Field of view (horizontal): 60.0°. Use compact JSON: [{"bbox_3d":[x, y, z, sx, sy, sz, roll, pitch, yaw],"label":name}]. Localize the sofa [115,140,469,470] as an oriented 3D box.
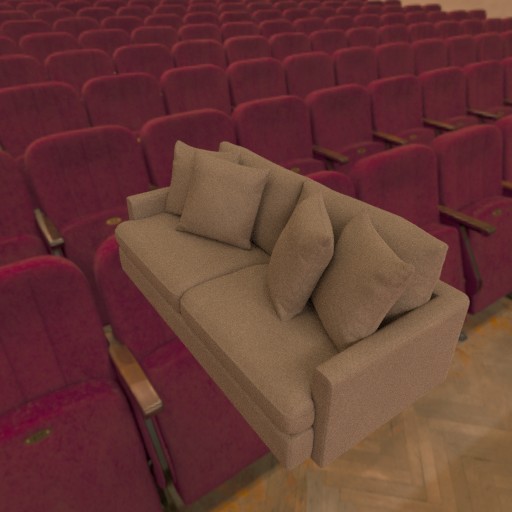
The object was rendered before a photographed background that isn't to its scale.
[{"bbox_3d":[0.000,0.000,2.985,1.228,1.084,2.380,-20,37,-29],"label":"sofa"}]
